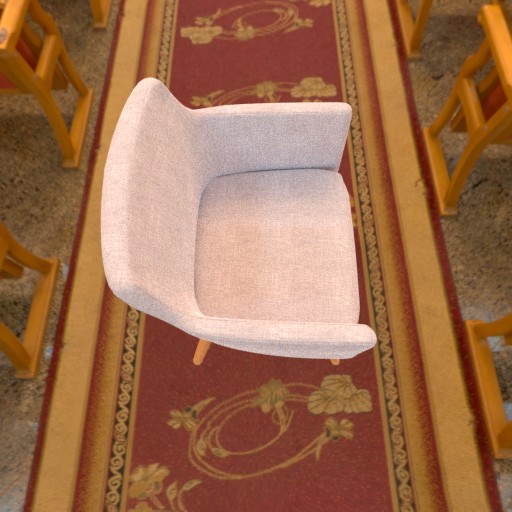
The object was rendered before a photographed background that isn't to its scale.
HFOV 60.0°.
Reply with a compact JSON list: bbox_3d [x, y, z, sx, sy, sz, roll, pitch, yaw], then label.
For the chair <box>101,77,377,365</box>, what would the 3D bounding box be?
[{"bbox_3d":[0.000,0.000,1.133,0.540,0.780,0.570,0,66,0],"label":"chair"}]
